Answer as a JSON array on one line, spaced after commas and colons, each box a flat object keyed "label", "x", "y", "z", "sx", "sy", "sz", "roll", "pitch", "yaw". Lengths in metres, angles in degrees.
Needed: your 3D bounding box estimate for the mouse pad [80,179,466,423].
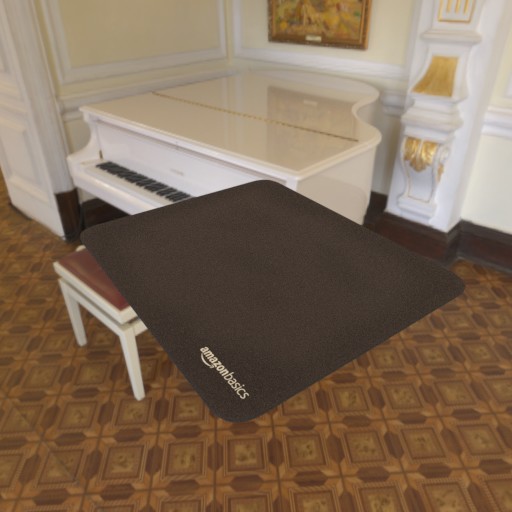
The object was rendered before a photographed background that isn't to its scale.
[{"label": "mouse pad", "x": 0.000, "y": 0.000, "z": 0.352, "sx": 0.211, "sy": 0.002, "sz": 0.249, "roll": -21, "pitch": 38, "yaw": -30}]
